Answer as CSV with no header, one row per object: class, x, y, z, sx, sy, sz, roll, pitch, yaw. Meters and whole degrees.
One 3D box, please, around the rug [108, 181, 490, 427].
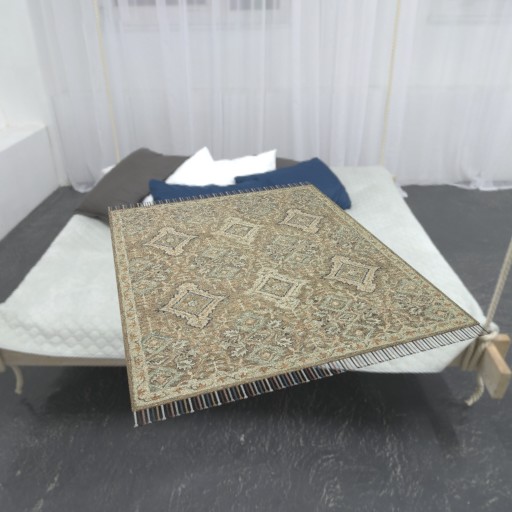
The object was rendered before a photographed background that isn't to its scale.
rug,0.000,0.000,3.997,2.437,0.010,3.056,-10,32,-16
